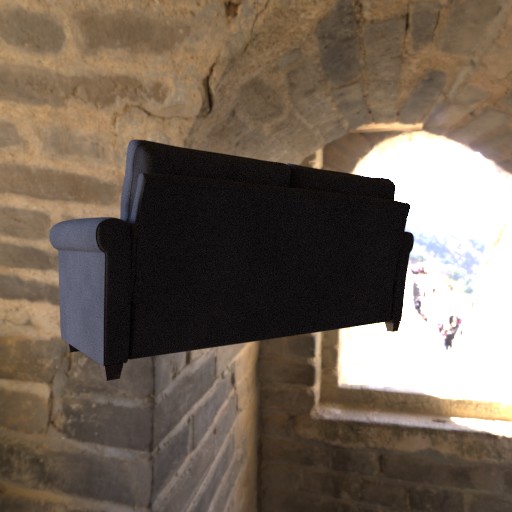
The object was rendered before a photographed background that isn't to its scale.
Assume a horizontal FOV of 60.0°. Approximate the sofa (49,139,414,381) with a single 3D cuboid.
[{"bbox_3d":[0.000,0.000,2.432,1.935,0.942,0.842,0,1,-36],"label":"sofa"}]
